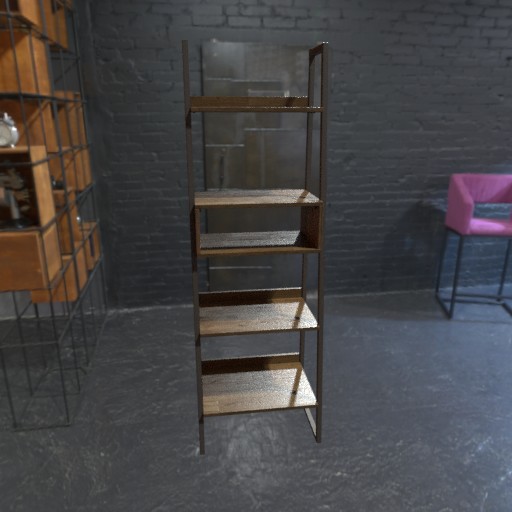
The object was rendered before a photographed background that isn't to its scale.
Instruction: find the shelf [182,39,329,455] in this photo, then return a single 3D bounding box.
[{"bbox_3d":[0.000,0.000,2.267,0.652,2.005,0.454,-2,18,-7],"label":"shelf"}]
